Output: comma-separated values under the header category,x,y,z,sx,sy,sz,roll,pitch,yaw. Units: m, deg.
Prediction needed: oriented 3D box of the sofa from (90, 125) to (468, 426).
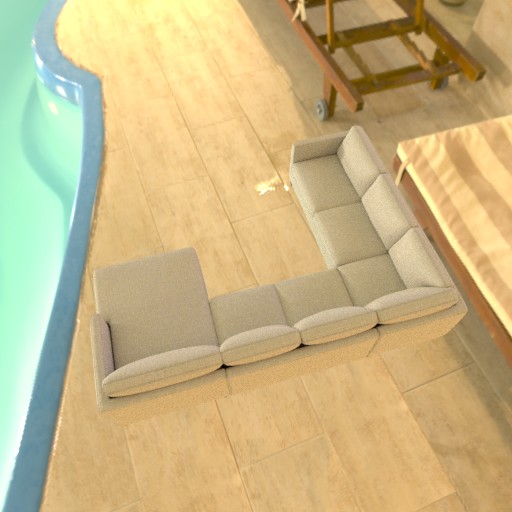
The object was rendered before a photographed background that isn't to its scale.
category,x,y,z,sx,sy,sz,roll,pitch,yaw
sofa,0.000,0.000,4.677,3.403,0.889,2.551,-13,59,-8
